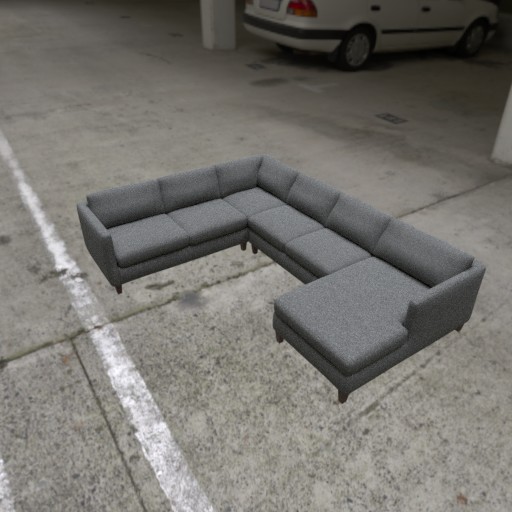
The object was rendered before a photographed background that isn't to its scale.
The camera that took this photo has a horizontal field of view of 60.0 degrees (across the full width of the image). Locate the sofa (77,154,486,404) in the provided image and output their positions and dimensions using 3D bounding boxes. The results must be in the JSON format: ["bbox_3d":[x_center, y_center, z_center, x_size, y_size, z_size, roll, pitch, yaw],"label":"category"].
[{"bbox_3d":[0.000,0.000,4.366,2.551,0.853,3.238,-20,37,-28],"label":"sofa"}]
